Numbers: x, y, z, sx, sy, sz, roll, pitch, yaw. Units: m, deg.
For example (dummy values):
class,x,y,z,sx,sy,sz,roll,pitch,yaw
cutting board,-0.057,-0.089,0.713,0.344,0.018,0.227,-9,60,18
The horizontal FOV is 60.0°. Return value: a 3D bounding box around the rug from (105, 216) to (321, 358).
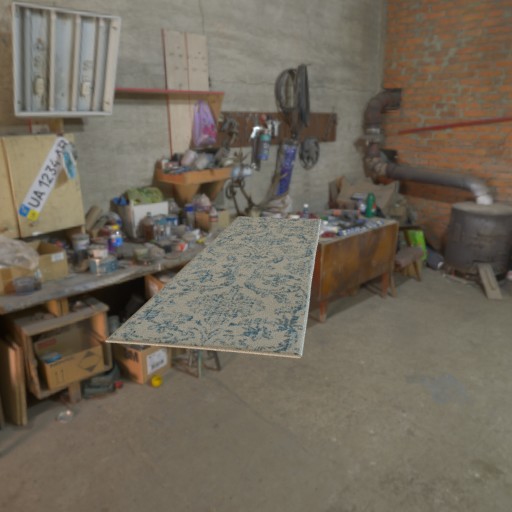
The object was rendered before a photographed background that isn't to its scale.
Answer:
class,x,y,z,sx,sy,sz,roll,pitch,yaw
rug,0.000,0.000,2.479,0.662,0.011,2.196,3,16,9
